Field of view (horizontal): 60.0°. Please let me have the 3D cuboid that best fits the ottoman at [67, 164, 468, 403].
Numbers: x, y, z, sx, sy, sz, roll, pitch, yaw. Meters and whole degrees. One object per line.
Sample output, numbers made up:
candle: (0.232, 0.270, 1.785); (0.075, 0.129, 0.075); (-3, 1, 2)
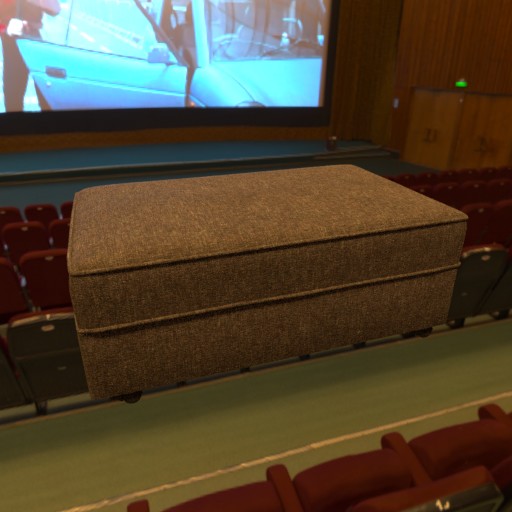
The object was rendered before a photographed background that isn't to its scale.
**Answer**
ottoman: (0.000, 0.000, 1.566); (1.184, 0.487, 0.717); (-8, 26, -17)
